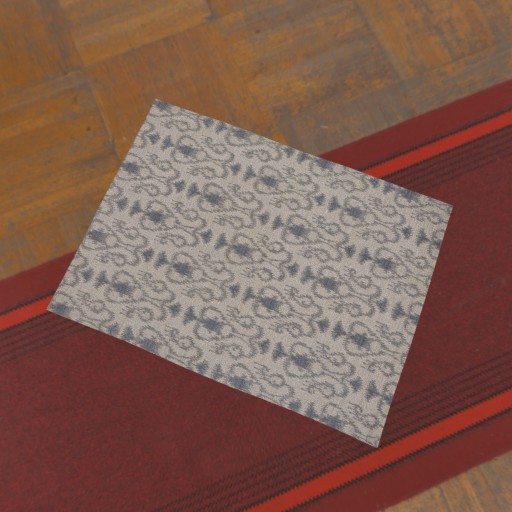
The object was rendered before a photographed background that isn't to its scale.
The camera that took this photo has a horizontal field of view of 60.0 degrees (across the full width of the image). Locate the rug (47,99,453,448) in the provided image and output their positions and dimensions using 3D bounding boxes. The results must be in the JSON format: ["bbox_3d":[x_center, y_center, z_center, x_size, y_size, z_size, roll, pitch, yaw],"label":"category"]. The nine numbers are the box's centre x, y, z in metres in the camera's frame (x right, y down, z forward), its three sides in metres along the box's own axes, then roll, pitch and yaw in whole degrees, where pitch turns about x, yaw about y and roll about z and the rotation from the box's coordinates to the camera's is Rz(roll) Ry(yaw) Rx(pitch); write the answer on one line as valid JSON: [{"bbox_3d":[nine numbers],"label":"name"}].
[{"bbox_3d":[0.000,0.000,2.962,2.261,0.013,1.676,21,77,5],"label":"rug"}]
